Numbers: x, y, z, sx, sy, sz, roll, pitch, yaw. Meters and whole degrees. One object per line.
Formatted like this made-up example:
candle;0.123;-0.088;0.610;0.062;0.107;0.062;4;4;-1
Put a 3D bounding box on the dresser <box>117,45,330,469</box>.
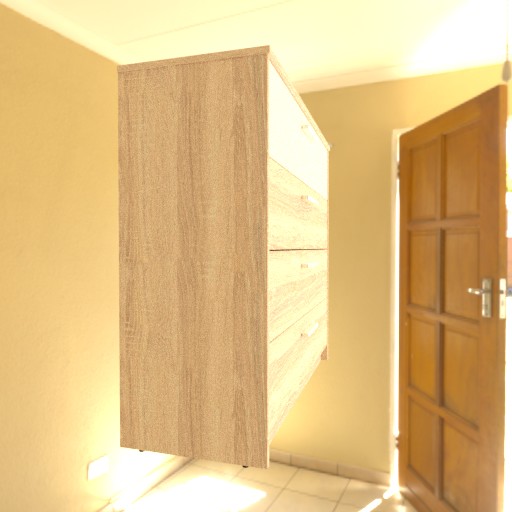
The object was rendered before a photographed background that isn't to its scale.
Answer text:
dresser;0.000;0.000;1.452;0.380;0.900;0.980;0;1;17
